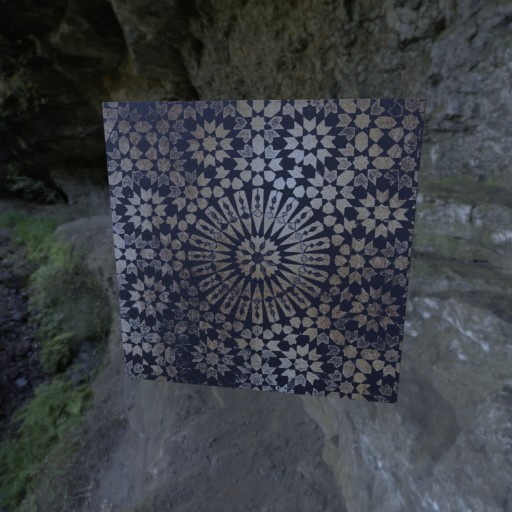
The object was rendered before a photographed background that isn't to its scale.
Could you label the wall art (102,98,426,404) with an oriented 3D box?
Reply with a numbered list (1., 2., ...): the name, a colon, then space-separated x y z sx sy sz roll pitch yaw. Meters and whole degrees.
1. wall art: 0.000 0.000 0.924 0.612 0.612 0.038 3 16 9
